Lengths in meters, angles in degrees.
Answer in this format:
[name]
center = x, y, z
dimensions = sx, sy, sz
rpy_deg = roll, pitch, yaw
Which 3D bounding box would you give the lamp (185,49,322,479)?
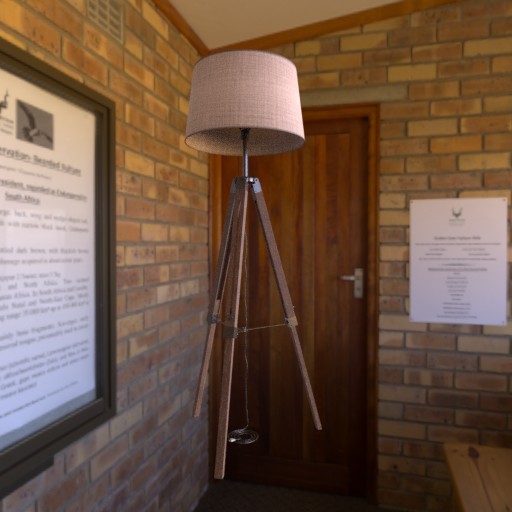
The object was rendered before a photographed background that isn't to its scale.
[lamp]
center = 0.000, 0.000, 1.849
dimensions = 0.587, 1.510, 0.604
rpy_deg = 0, 1, -17
